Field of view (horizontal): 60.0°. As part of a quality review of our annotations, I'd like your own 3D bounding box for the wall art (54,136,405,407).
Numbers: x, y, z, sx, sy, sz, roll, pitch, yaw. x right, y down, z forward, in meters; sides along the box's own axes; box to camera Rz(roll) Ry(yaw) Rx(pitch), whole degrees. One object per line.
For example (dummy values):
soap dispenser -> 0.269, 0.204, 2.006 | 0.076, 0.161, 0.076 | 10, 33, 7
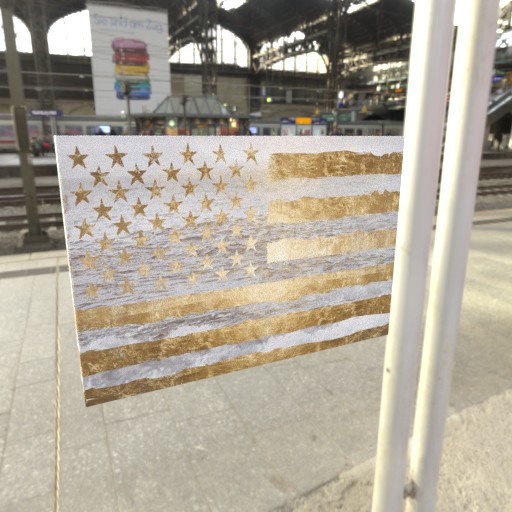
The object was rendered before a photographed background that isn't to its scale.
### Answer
wall art -> 0.000, 0.000, 0.779 | 0.606, 0.407, 0.041 | -7, 17, -25
